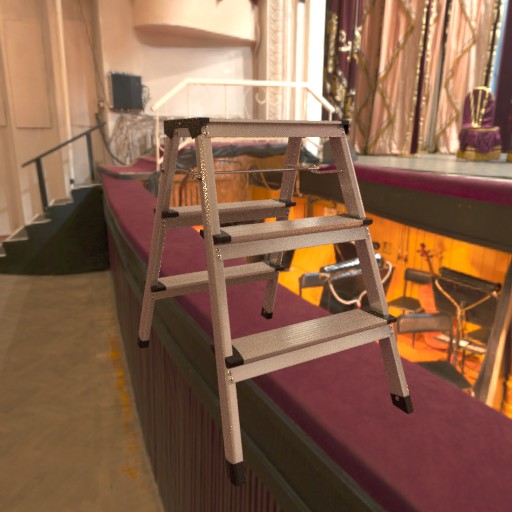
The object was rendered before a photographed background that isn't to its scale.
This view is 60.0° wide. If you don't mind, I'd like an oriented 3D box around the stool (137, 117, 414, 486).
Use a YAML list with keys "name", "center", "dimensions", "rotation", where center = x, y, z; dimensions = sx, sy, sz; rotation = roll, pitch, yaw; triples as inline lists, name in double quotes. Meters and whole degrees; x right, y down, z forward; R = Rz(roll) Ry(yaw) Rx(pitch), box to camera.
- name: "stool"
  center: [0.000, 0.000, 1.032]
  dimensions: [0.437, 0.605, 0.622]
  rotation: [-8, 17, -28]
